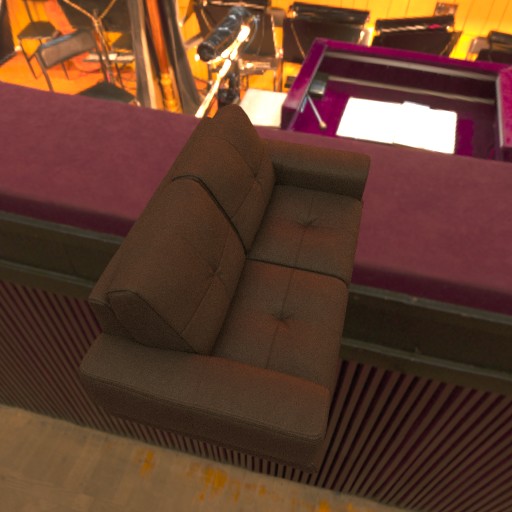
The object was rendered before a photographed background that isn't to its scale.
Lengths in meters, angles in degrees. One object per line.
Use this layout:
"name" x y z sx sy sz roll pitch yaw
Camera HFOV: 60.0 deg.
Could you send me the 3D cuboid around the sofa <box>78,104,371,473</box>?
"sofa" 0.000 0.000 2.290 1.018 0.907 1.806 12 50 10
